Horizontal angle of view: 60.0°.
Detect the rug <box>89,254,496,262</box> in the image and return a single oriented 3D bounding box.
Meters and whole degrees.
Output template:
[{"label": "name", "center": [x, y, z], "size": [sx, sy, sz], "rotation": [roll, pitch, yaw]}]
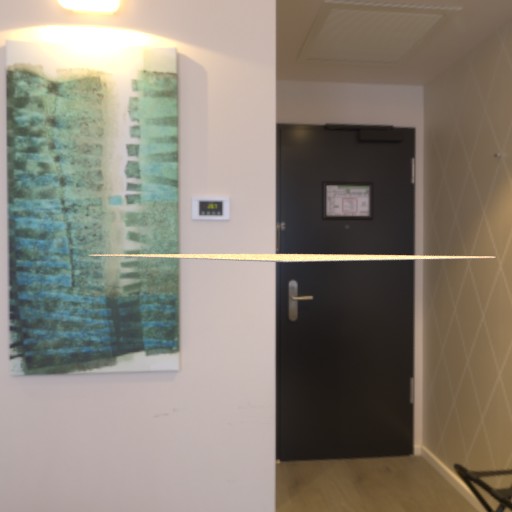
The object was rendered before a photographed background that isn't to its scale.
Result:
[{"label": "rug", "center": [0.000, 0.000, 2.987], "size": [1.529, 0.012, 2.435], "rotation": [0, 1, -36]}]
